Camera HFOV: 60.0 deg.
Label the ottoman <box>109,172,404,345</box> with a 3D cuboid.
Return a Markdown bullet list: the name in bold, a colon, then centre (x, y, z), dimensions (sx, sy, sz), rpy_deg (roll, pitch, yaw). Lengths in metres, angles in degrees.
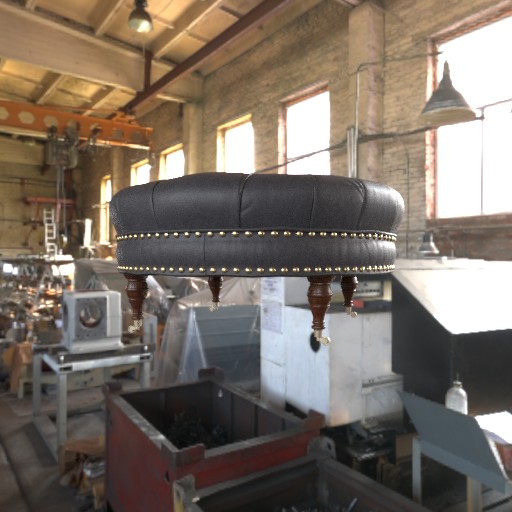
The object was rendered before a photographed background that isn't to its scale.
- **ottoman**: centre (0.000, 0.000, 1.420), dimensions (0.901, 0.439, 0.901), rpy_deg (0, 0, 0)
